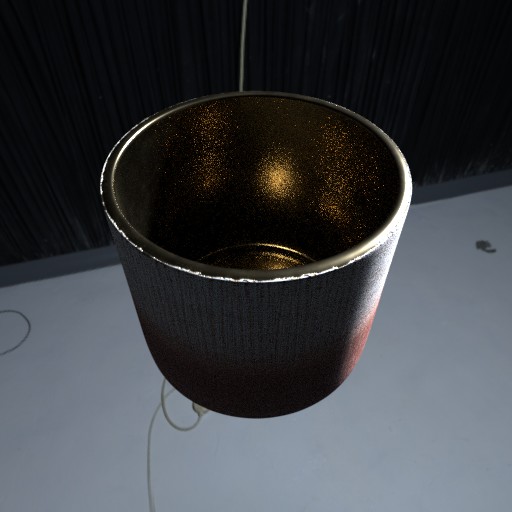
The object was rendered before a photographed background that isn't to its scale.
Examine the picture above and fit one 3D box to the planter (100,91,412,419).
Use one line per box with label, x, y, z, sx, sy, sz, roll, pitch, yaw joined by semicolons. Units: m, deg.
planter;0.000;0.000;0.311;0.178;0.157;0.178;0;47;0
